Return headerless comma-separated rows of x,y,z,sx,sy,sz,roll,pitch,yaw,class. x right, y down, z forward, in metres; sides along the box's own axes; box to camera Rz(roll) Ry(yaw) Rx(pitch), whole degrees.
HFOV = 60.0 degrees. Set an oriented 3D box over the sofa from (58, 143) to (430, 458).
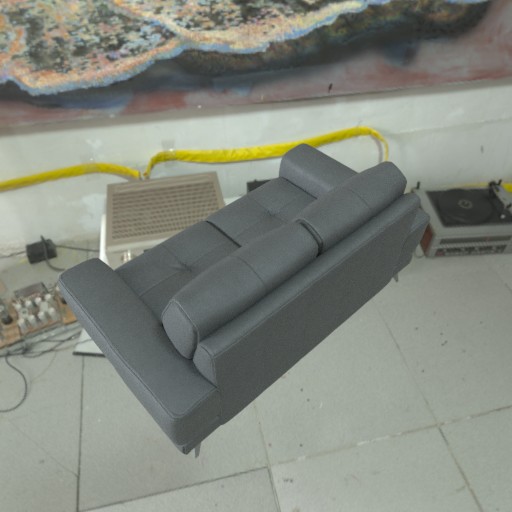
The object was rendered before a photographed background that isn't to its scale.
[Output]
0.000,0.000,2.390,1.806,0.907,1.018,-34,55,-27,sofa
